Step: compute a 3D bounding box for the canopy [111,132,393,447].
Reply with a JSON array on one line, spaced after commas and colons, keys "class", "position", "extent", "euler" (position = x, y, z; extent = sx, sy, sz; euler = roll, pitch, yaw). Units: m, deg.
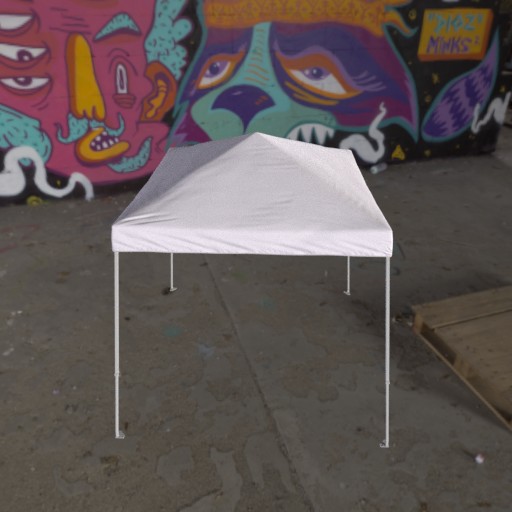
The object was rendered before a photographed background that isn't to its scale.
[{"class": "canopy", "position": [0.000, 0.000, 5.148], "extent": [2.850, 2.850, 2.849], "euler": [1, 30, 2]}]
